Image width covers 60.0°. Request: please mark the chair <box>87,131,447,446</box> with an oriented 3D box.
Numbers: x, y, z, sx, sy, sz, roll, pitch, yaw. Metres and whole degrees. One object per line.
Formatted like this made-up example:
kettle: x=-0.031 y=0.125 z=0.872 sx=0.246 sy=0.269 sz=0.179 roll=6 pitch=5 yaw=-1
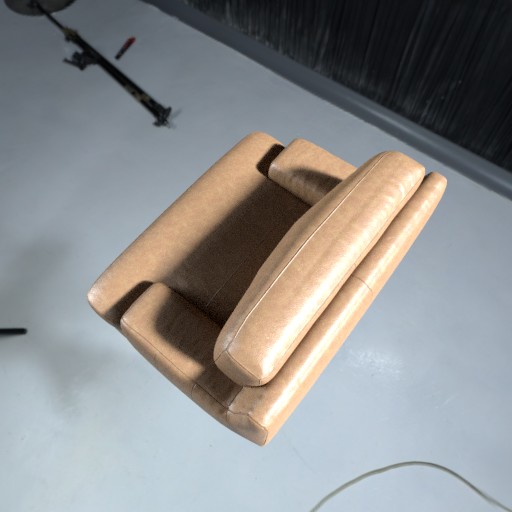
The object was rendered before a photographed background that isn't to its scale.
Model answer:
chair: x=0.000 y=0.000 z=1.992 sx=1.050 sy=0.978 sz=1.276 roll=35 pitch=69 yaw=16
